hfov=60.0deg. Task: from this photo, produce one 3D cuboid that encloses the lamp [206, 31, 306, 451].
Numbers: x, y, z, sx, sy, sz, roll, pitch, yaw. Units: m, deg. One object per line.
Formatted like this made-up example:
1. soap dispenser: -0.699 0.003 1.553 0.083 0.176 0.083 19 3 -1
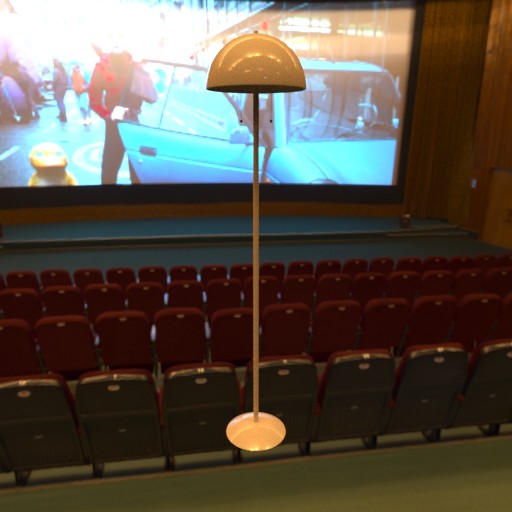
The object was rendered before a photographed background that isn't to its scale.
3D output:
1. lamp: 0.000 0.000 1.606 0.328 1.480 0.328 -3 16 -9
